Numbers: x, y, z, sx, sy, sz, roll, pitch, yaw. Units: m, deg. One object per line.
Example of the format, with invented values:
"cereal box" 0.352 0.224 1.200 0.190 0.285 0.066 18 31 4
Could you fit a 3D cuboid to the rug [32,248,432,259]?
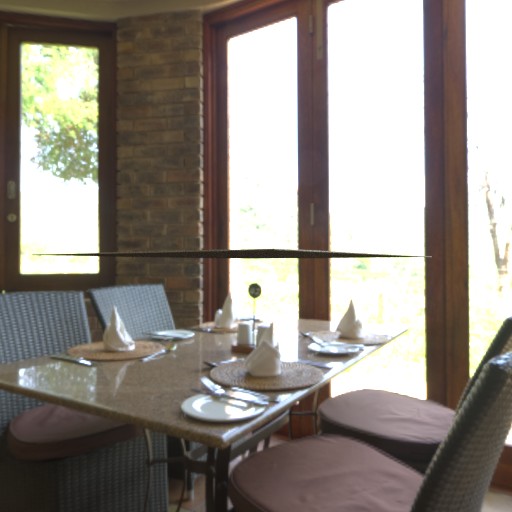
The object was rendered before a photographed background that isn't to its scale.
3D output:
"rug" 0.000 0.000 4.210 2.440 0.008 3.036 -1 -1 36
